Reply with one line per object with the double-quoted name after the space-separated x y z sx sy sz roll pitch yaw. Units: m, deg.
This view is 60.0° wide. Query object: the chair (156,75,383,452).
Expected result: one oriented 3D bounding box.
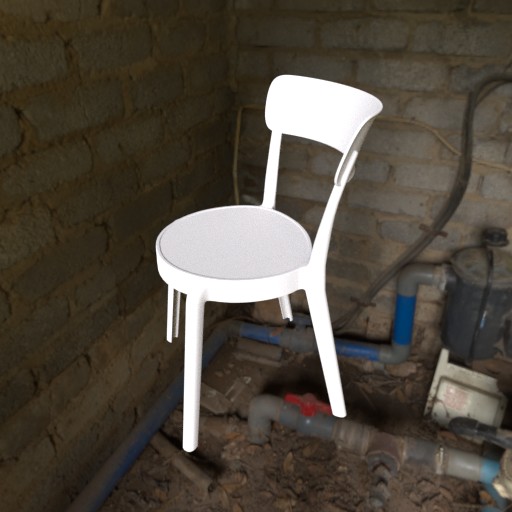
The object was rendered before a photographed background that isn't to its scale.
0.000 0.000 1.131 0.491 0.790 0.506 -8 31 -13 "chair"
